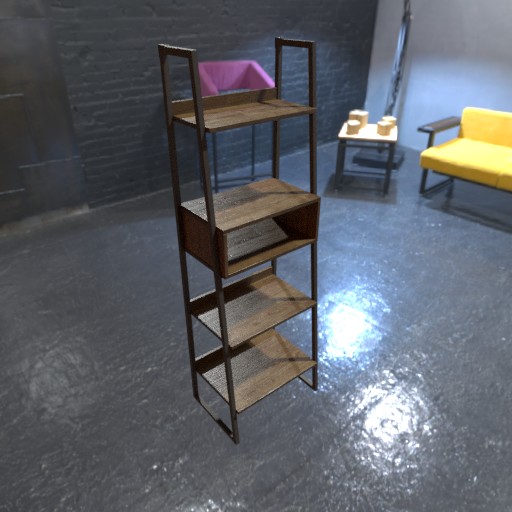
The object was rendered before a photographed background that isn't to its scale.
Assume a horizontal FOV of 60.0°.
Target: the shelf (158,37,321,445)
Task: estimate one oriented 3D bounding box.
[{"bbox_3d":[0.000,0.000,2.309,0.652,2.005,0.454,-22,36,-33],"label":"shelf"}]
